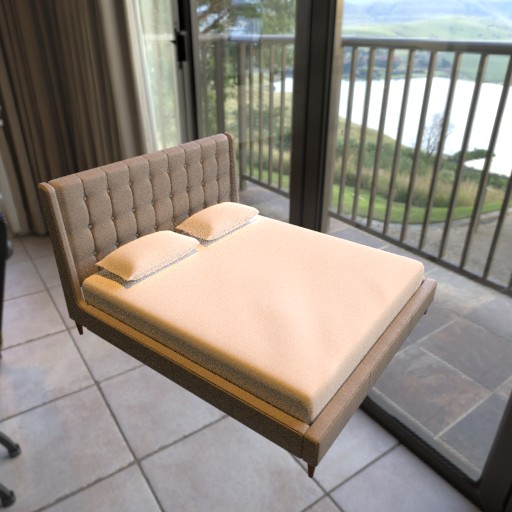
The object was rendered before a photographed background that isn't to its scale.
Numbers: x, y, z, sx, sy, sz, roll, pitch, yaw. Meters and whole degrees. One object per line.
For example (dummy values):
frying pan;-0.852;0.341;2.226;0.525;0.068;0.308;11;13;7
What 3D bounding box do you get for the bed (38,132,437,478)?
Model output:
bed;0.000;0.000;3.519;2.342;1.289;2.062;19;33;32
